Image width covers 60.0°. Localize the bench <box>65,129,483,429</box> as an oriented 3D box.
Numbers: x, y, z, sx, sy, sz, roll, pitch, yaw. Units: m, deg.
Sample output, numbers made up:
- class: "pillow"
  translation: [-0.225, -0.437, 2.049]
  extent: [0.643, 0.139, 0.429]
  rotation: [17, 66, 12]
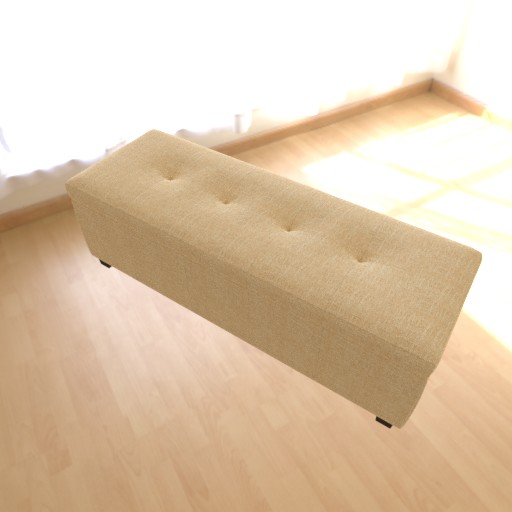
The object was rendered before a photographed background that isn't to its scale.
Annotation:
- class: "bench"
  translation: [0.000, 0.000, 1.438]
  extent: [1.219, 0.406, 0.432]
  rotation: [25, 50, 23]
